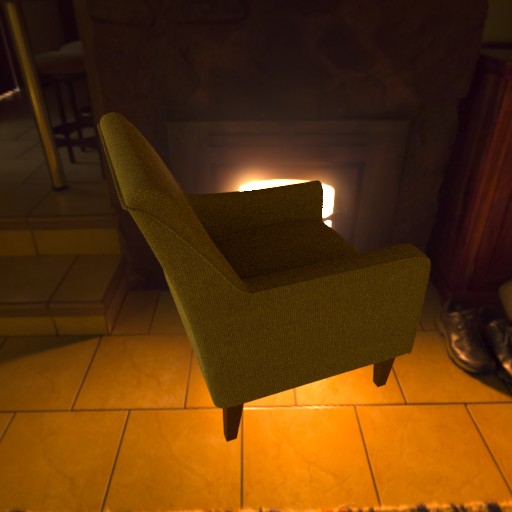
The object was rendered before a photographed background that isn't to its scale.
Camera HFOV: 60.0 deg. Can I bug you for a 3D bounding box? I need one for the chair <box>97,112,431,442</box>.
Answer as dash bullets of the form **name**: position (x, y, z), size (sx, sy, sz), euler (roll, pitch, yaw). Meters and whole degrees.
- **chair**: position (0.000, 0.000, 1.598), size (0.899, 0.919, 0.780), euler (-11, 33, -18)
